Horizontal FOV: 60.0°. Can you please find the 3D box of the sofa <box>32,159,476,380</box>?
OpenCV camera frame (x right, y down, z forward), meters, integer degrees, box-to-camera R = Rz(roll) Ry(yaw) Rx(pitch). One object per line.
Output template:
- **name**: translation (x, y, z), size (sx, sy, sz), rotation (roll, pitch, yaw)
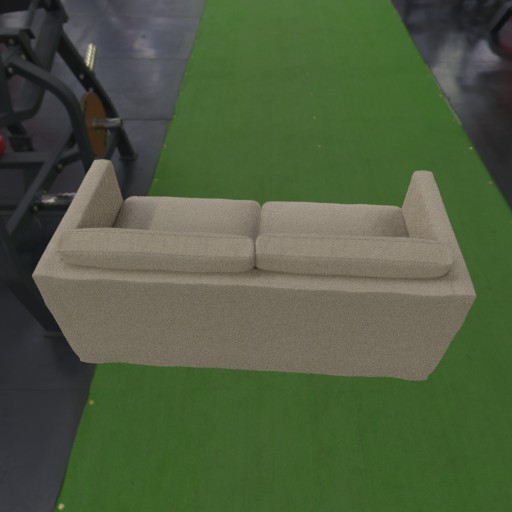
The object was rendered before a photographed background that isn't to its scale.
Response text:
- **sofa**: translation (0.000, 0.000, 2.455), size (1.987, 0.847, 0.956), rotation (2, 46, 2)
